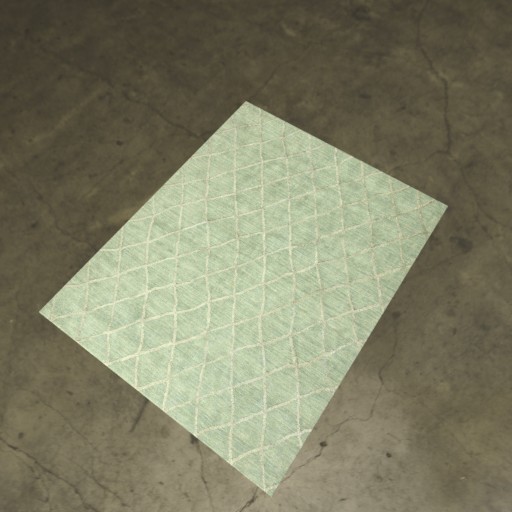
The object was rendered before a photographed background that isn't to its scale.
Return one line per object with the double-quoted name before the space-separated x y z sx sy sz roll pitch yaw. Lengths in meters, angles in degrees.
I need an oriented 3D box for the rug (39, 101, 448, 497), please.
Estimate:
"rug" 0.000 0.000 4.057 2.420 0.019 3.039 32 67 15
